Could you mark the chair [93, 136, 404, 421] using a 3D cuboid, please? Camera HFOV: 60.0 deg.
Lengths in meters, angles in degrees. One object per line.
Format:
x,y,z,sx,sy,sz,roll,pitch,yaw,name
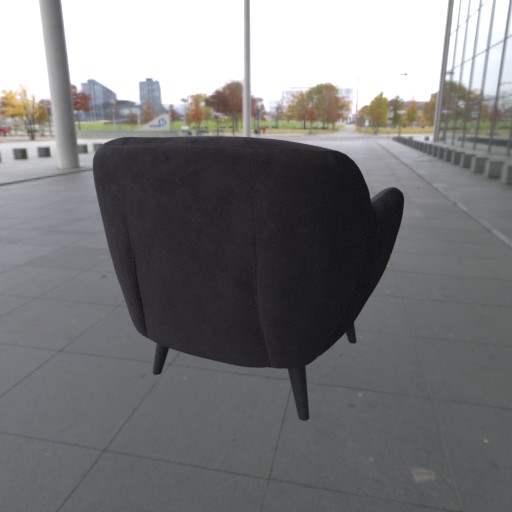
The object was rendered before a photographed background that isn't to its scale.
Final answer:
0.000,0.000,1.516,0.840,0.807,0.819,8,18,26,chair
